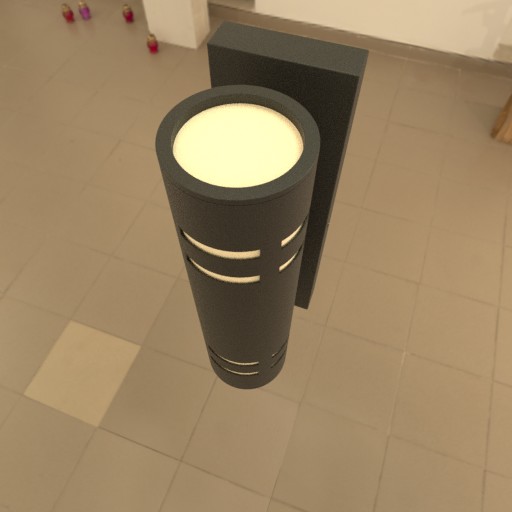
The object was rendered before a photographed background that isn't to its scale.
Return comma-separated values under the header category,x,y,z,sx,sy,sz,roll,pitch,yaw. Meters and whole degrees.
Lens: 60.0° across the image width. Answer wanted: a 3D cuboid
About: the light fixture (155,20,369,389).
category,x,y,z,sx,sy,sz,roll,pitch,yaw
light fixture,0.000,0.000,0.398,0.105,0.330,0.149,17,59,11
